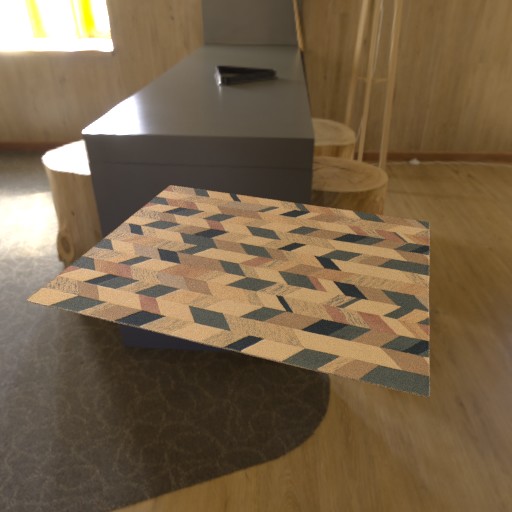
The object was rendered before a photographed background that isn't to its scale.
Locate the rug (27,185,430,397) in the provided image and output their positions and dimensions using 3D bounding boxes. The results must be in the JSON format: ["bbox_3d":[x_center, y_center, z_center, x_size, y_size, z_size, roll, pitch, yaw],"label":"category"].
[{"bbox_3d":[0.000,0.000,4.118,3.072,0.011,2.451,10,34,16],"label":"rug"}]
